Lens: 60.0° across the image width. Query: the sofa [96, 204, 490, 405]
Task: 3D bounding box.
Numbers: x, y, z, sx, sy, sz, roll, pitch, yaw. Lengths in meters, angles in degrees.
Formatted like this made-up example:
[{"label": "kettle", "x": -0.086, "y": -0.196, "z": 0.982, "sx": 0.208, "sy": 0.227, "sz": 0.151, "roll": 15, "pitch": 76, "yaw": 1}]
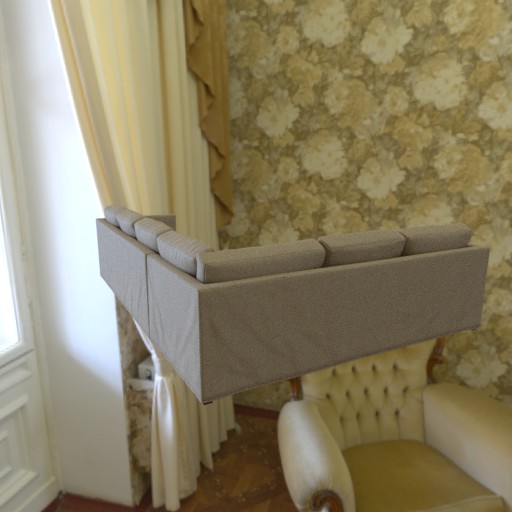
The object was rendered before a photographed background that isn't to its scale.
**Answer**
[{"label": "sofa", "x": 0.000, "y": 0.000, "z": 4.279, "sx": 2.432, "sy": 0.871, "sz": 3.182, "roll": -7, "pitch": 14, "yaw": -28}]
